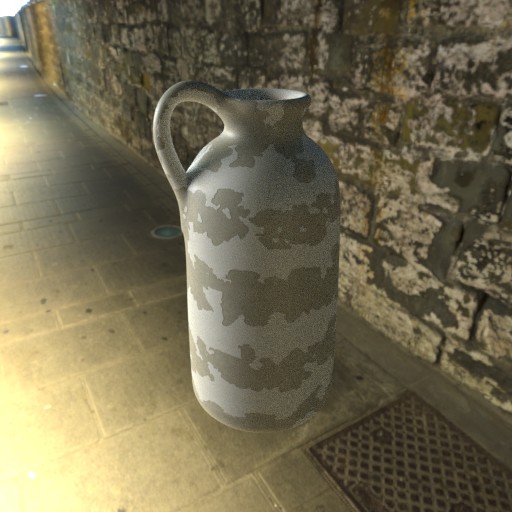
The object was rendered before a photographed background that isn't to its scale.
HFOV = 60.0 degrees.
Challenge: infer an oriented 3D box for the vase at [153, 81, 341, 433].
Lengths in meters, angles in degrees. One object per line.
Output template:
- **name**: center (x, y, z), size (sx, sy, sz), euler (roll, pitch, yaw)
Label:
- **vase**: center (0.000, 0.000, 0.511), size (0.203, 0.382, 0.186), euler (-8, 29, -15)
